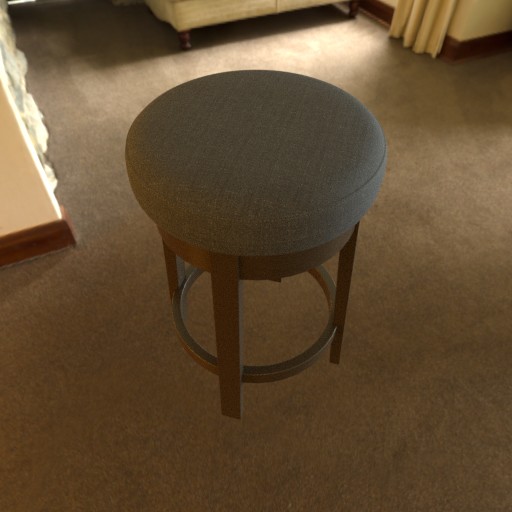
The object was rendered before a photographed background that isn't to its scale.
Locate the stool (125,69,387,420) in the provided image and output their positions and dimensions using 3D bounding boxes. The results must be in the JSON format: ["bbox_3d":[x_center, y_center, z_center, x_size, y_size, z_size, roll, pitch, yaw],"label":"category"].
[{"bbox_3d":[0.000,0.000,0.945,0.449,0.655,0.449,0,47,0],"label":"stool"}]
